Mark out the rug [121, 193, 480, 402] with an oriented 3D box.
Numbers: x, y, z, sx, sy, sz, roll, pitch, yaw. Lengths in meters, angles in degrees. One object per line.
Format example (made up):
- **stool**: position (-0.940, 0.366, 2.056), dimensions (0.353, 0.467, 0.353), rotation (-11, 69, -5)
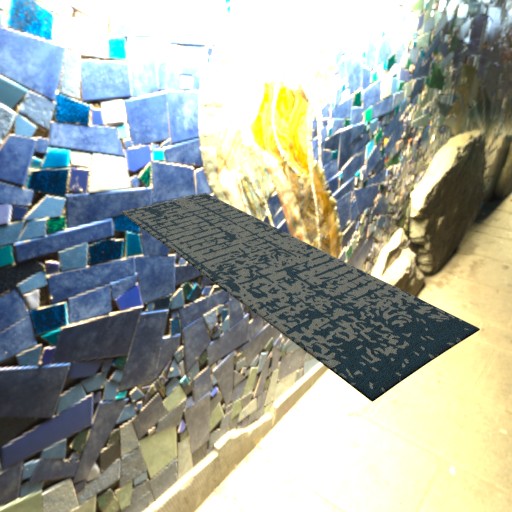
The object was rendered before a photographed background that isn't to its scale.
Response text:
- **rug**: position (0.000, 0.000, 2.703), dimensions (0.750, 0.011, 2.435), rotation (-18, 32, -32)
